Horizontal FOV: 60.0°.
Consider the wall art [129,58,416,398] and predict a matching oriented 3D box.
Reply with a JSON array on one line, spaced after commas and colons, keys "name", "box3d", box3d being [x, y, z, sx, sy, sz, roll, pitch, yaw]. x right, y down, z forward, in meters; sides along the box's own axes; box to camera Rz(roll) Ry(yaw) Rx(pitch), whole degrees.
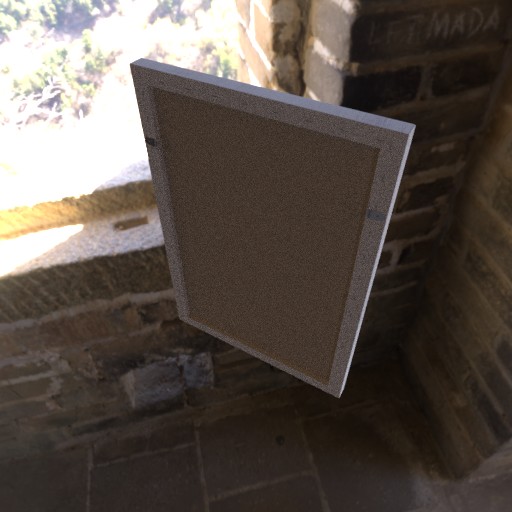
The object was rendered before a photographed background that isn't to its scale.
[{"name": "wall art", "box3d": [0.000, 0.000, 1.196, 0.624, 0.914, 0.043, 22, 48, 21]}]
